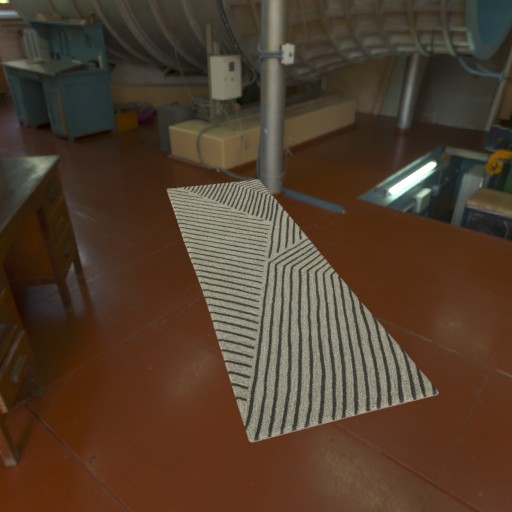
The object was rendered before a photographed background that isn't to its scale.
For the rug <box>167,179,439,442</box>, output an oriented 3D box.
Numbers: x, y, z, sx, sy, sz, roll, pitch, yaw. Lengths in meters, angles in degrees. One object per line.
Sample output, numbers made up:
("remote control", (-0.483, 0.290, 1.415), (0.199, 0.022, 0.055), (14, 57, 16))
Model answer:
("rug", (0.000, 0.000, 2.638), (0.773, 0.020, 2.439), (-9, 31, -14))
